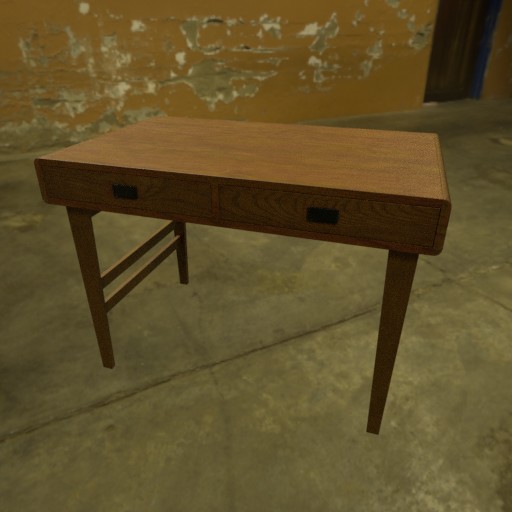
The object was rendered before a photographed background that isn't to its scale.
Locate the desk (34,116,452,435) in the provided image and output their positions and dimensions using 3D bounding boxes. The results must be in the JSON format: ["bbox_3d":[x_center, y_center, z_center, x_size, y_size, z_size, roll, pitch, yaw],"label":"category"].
[{"bbox_3d":[0.000,0.000,1.507,1.066,0.754,0.660,9,29,16],"label":"desk"}]
